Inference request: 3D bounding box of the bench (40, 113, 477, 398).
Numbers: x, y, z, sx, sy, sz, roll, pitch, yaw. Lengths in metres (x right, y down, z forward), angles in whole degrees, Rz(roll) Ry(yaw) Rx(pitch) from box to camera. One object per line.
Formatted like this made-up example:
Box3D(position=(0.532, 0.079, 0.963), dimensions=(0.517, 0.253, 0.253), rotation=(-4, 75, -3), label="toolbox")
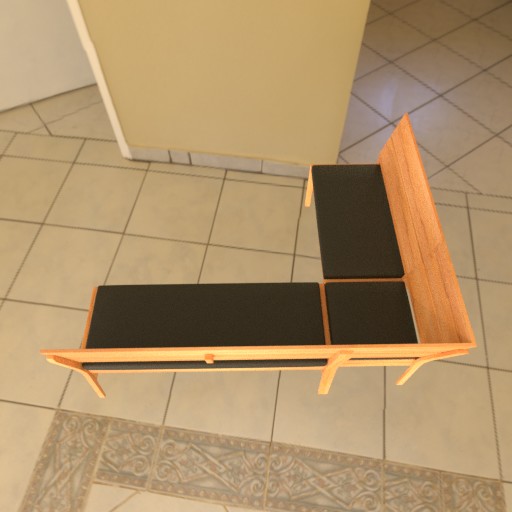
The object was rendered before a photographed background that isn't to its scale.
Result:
Box3D(position=(0.000, 0.000, 2.756), dimensions=(1.948, 0.890, 1.548), rotation=(-1, 58, 0), label="bench")
